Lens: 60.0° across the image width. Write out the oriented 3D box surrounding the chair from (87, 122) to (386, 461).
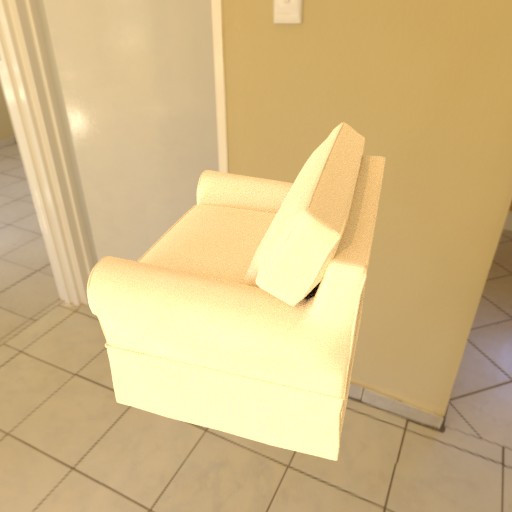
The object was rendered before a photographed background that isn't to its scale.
[{"bbox_3d":[0.000,0.000,1.824,0.904,0.958,1.099,9,32,14],"label":"chair"}]
